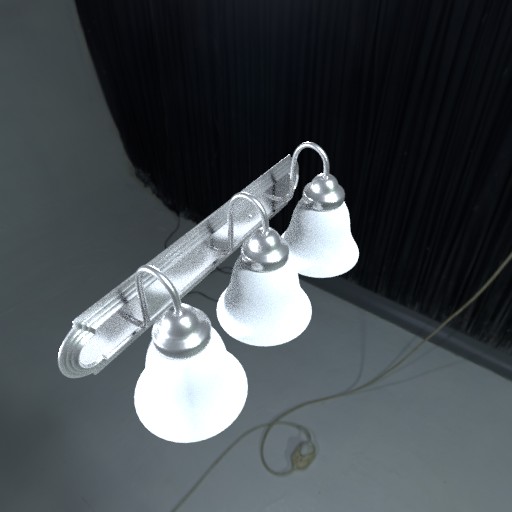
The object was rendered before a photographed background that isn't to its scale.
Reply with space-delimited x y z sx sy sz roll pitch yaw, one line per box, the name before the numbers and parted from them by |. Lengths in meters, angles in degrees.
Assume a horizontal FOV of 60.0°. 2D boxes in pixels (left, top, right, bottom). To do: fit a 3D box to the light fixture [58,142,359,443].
light fixture | 0.000 0.000 0.705 0.199 0.222 0.610 24 46 25
